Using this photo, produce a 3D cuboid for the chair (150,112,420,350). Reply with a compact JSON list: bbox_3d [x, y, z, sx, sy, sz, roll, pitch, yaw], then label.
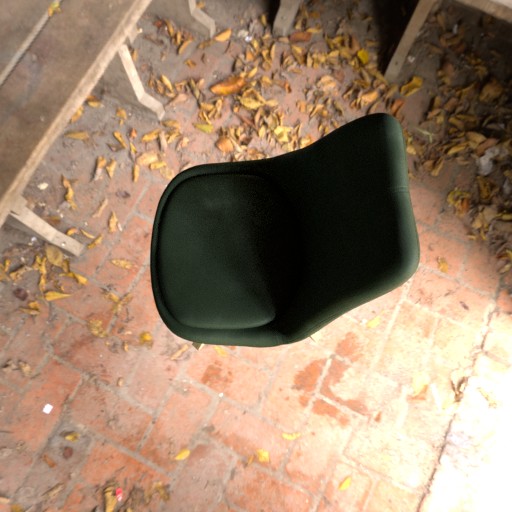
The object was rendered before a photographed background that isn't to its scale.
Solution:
[{"bbox_3d":[0.000,0.000,1.174,0.547,0.865,0.483,-2,76,-1],"label":"chair"}]
